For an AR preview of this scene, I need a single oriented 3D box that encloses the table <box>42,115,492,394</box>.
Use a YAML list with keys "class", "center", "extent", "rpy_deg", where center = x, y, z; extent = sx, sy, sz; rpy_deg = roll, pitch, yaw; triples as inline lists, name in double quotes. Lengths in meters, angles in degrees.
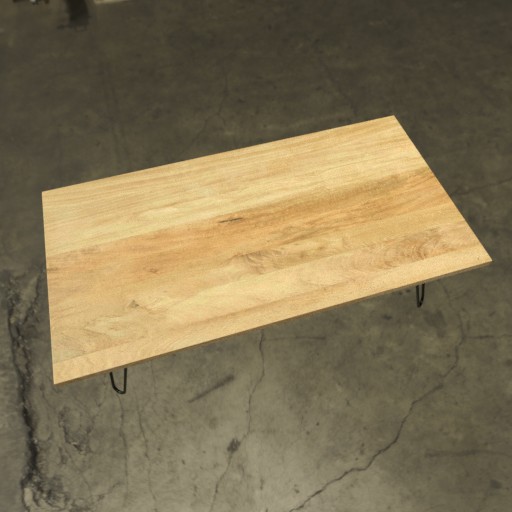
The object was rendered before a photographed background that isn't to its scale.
- class: "table"
  center: [0.000, 0.000, 1.640]
  extent: [1.348, 0.400, 0.699]
  rpy_deg: [-14, 59, -9]
